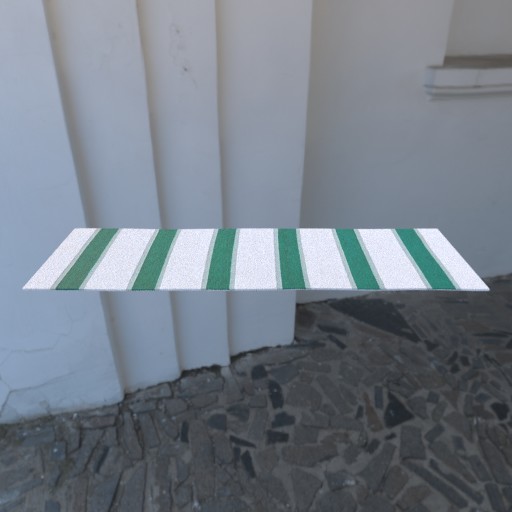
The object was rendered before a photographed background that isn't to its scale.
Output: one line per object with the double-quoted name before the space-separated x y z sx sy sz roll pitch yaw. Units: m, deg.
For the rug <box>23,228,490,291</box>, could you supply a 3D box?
"rug" 0.000 0.000 2.642 2.438 0.012 0.768 0 28 0
